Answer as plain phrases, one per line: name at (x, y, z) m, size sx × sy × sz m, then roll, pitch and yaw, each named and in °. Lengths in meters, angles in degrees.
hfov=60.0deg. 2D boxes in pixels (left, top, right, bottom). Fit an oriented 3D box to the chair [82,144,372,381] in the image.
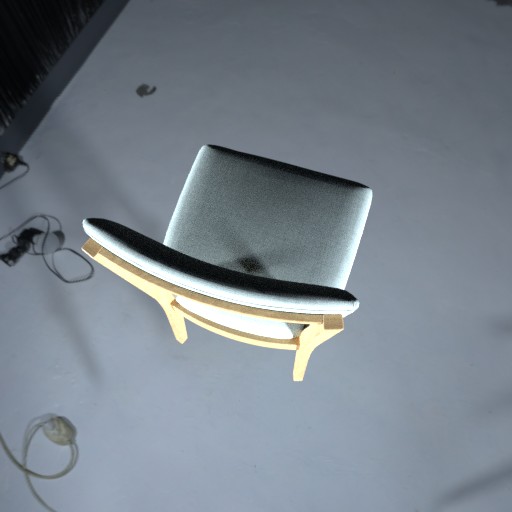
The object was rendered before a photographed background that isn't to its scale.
chair at (0.000, 0.000, 1.179) m, size 0.508 × 0.832 × 0.572 m, roll 16°, pitch 65°, yaw 8°
